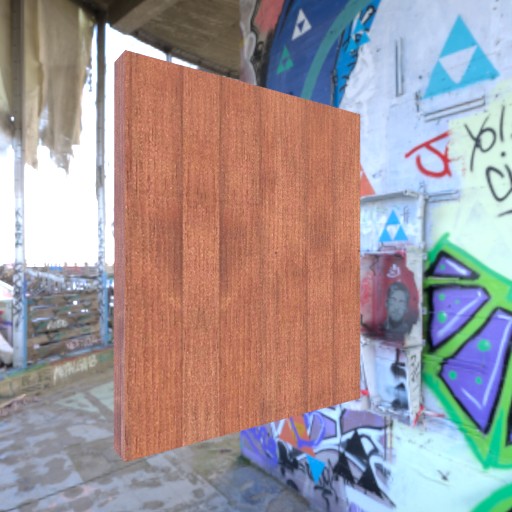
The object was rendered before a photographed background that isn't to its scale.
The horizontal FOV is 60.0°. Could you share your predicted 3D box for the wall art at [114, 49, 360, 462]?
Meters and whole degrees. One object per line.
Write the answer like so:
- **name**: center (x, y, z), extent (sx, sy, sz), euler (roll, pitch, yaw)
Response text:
- **wall art**: center (0.000, 0.000, 0.608), extent (0.377, 0.449, 0.039), euler (0, 0, -35)
